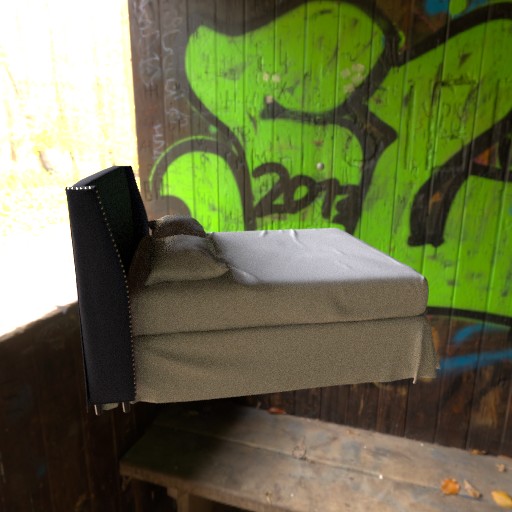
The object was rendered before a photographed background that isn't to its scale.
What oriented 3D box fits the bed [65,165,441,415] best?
[{"bbox_3d":[0.000,0.000,3.440,2.276,1.332,1.925,-3,15,-9],"label":"bed"}]
